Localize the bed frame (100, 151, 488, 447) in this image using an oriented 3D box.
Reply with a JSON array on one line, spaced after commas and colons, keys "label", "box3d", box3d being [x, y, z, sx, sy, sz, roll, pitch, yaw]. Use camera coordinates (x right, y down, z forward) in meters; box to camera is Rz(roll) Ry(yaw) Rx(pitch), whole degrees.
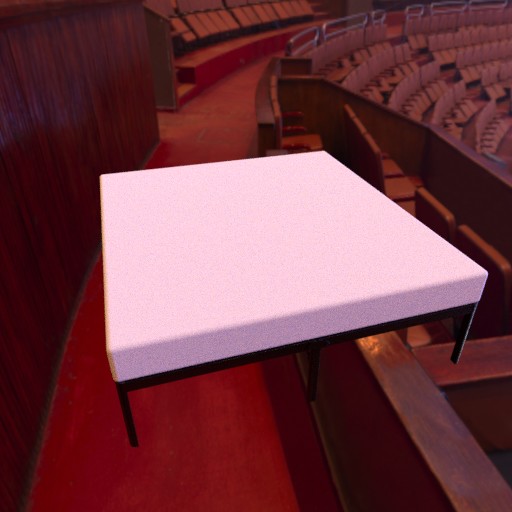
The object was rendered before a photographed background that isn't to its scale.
[{"label": "bed frame", "box3d": [0.000, 0.000, 3.094, 1.963, 0.659, 2.079, -9, 33, -15]}]
